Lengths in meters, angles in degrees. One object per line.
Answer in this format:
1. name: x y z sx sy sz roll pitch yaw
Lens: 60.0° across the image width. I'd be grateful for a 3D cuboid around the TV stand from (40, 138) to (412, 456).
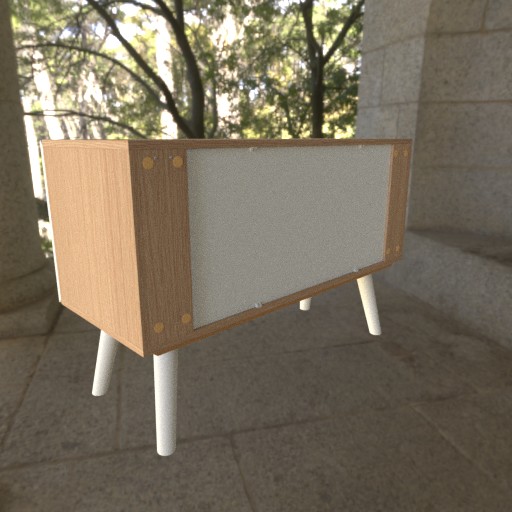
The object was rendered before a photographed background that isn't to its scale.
1. TV stand: 0.000 0.000 1.294 0.991 0.660 0.407 -14 21 -42
